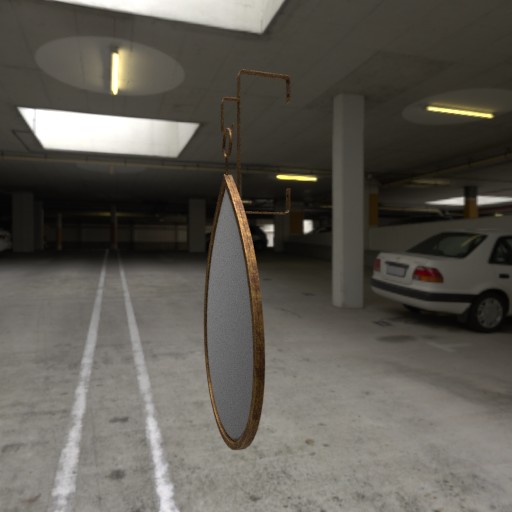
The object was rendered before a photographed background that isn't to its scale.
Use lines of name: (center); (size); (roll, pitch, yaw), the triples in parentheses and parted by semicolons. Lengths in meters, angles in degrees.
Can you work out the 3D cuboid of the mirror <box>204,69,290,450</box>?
mirror: (0.000, 0.000, 0.906); (0.144, 0.744, 0.405); (0, 1, -18)
